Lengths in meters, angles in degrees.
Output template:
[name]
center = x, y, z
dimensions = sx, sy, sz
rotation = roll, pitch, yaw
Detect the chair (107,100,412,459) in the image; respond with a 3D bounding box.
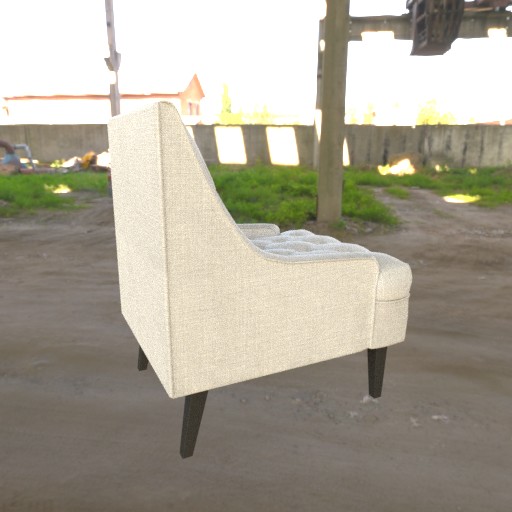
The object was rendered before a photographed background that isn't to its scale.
[chair]
center = 0.000, 0.000, 1.435
dimensions = 0.772, 0.891, 0.658
rotation = -7, 15, -26
